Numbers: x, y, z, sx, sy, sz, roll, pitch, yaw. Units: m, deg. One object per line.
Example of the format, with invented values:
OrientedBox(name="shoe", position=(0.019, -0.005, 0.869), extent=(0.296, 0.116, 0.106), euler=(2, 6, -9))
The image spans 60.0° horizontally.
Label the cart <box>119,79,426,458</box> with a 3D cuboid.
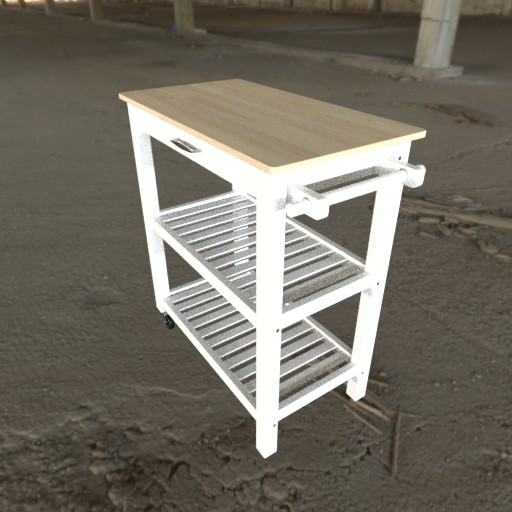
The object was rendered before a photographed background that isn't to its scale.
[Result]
OrientedBox(name="cart", position=(0.000, 0.000, 1.450), extent=(0.457, 0.927, 0.899), euler=(-20, 36, -29))
